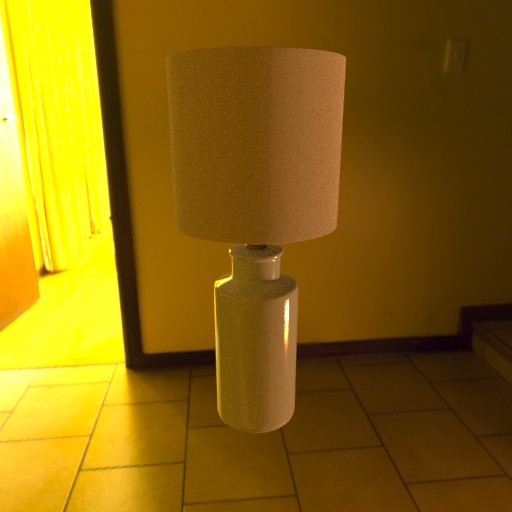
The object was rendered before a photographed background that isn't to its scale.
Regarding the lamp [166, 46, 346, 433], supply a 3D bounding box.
[{"bbox_3d":[0.000,0.000,0.605,0.212,0.493,0.212,-8,19,-25],"label":"lamp"}]
